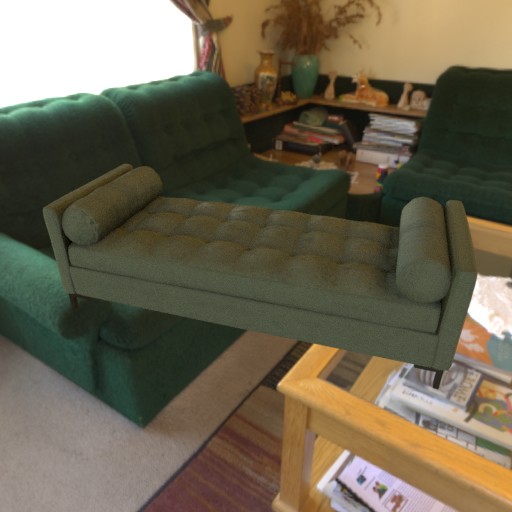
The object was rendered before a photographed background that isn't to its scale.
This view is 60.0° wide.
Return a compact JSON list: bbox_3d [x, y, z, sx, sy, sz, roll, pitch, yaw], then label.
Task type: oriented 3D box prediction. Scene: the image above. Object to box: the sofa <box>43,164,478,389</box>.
[{"bbox_3d":[0.000,0.000,2.502,2.130,0.681,0.817,9,31,15],"label":"sofa"}]
